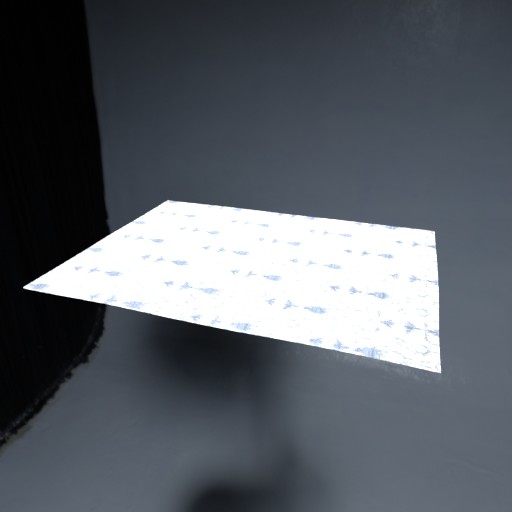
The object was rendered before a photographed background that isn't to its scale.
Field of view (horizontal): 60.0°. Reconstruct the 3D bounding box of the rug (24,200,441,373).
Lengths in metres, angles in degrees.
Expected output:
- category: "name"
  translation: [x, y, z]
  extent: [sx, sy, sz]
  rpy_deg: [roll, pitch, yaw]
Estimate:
- category: "rug"
  translation: [0.000, 0.000, 2.934]
  extent: [2.261, 0.013, 1.676]
  rpy_deg: [8, 27, 17]
